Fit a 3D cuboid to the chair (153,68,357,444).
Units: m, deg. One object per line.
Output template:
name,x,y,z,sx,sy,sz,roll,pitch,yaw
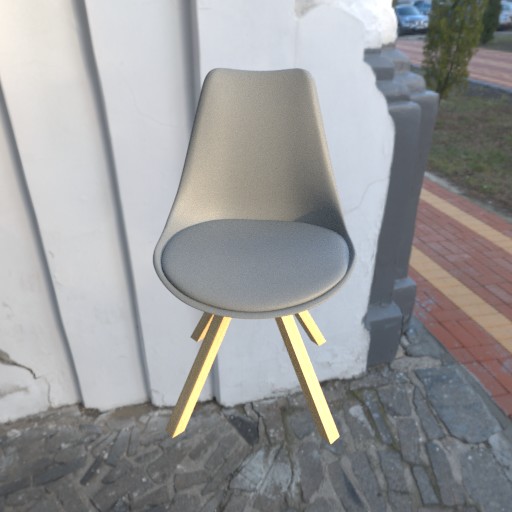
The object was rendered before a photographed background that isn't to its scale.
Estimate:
chair,0.000,0.000,1.157,0.485,0.850,0.549,1,30,2
